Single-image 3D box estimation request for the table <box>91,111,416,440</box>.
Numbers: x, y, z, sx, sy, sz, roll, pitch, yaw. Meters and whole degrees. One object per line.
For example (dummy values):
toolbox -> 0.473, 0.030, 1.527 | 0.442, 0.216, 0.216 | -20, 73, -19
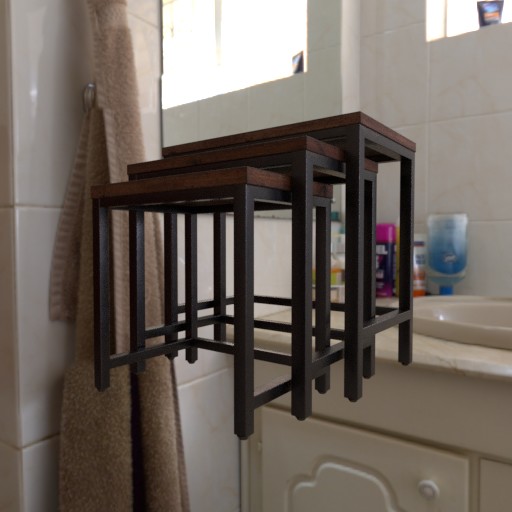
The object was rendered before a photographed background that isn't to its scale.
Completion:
table -> 0.000, 0.000, 1.146 | 0.608, 0.616, 0.660 | 1, 2, 37
